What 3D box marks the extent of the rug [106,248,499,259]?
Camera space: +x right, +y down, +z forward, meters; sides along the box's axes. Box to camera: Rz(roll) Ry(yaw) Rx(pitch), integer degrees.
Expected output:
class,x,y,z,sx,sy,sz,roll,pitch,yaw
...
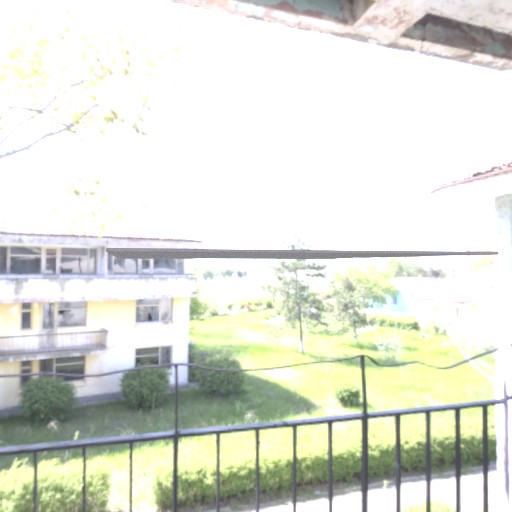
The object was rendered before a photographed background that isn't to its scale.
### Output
class,x,y,z,sx,sy,sz,roll,pitch,yaw
rug,0.000,0.000,3.984,2.434,0.032,3.007,0,-1,-16
